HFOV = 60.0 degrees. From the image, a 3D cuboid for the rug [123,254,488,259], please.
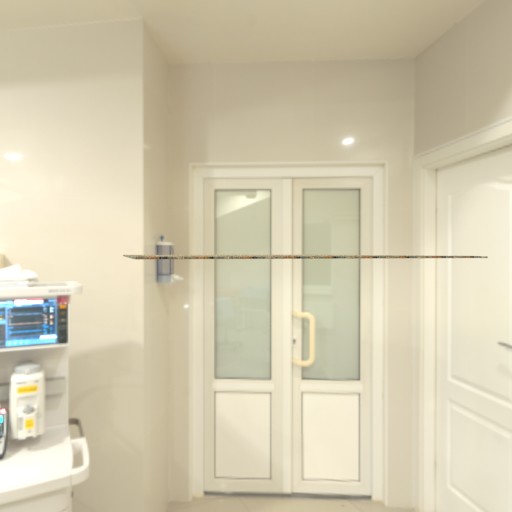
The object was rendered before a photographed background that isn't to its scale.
[{"bbox_3d":[0.000,0.000,2.278,1.278,0.009,1.730,0,0,-18],"label":"rug"}]
